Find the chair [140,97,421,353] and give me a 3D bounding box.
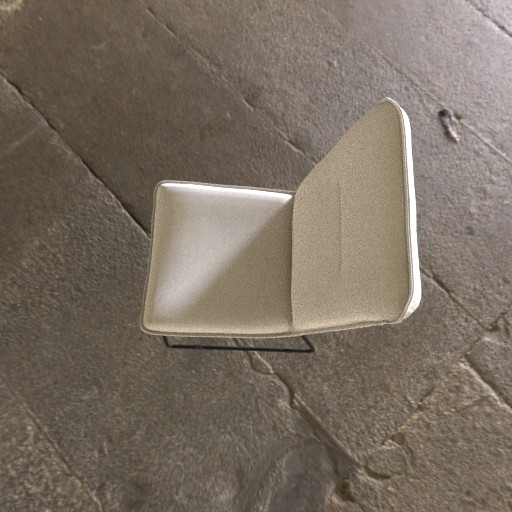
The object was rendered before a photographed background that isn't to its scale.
[{"bbox_3d":[0.000,0.000,1.365,0.688,0.930,0.515,2,74,1],"label":"chair"}]
